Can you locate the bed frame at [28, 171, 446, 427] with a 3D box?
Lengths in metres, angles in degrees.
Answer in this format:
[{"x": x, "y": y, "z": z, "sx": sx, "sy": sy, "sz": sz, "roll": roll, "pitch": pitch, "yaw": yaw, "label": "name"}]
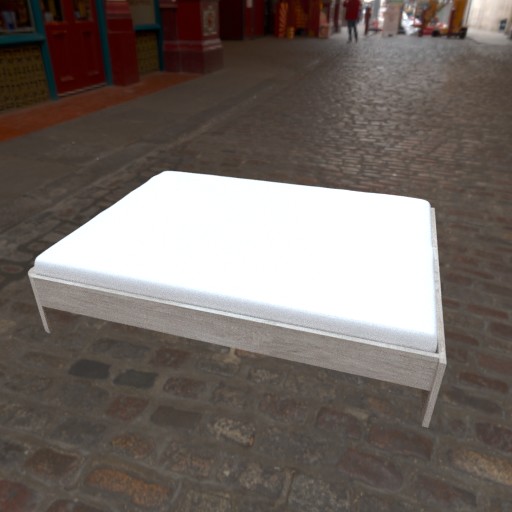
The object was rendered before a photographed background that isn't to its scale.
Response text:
[{"x": 0.000, "y": 0.000, "z": 2.568, "sx": 1.950, "sy": 0.462, "sz": 1.490, "roll": 9, "pitch": 31, "yaw": 15, "label": "bed frame"}]
